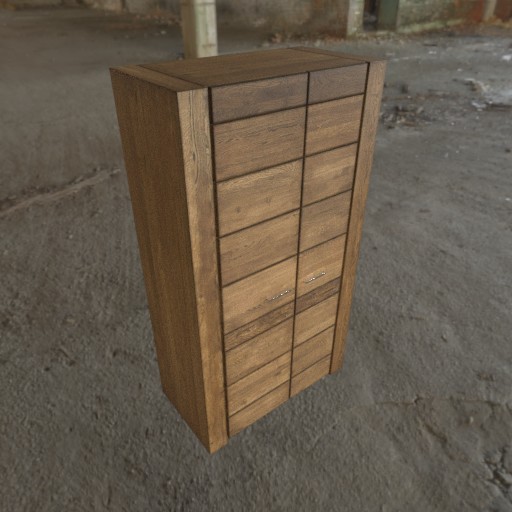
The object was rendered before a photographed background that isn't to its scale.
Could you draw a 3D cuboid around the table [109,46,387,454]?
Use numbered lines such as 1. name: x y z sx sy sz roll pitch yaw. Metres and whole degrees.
1. table: 0.000 0.000 2.483 1.100 2.000 0.600 -23 39 -31
